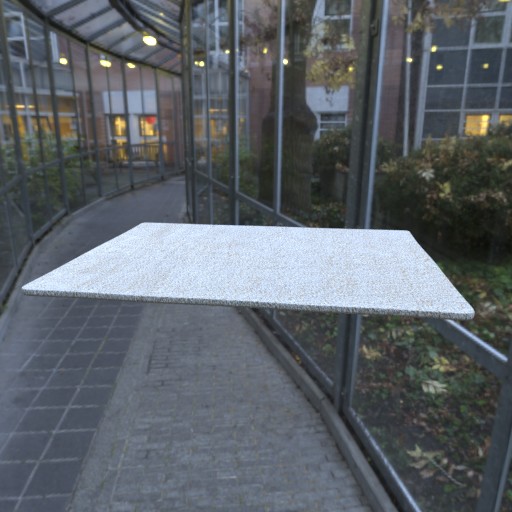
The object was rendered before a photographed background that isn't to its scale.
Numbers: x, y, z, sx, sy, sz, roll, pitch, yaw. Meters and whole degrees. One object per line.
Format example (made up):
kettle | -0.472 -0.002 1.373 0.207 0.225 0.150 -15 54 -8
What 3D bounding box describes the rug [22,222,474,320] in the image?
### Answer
rug | 0.000 0.000 2.090 1.600 0.027 1.200 2 16 8
